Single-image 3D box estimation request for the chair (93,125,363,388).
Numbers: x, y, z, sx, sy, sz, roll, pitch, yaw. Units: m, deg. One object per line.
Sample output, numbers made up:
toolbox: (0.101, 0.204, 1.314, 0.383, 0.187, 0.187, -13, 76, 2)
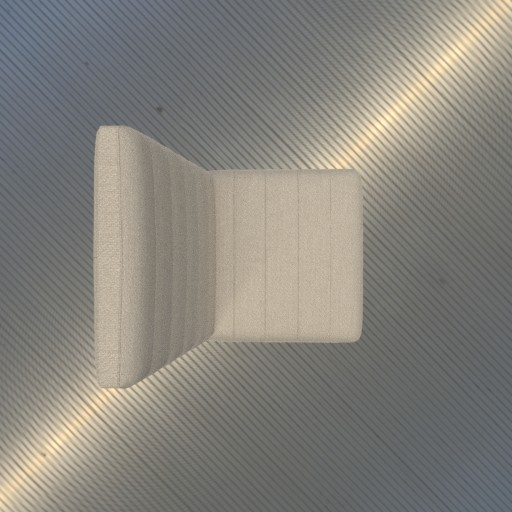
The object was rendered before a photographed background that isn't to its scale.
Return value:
chair: (0.000, 0.000, 1.294, 0.634, 0.930, 0.520, 0, 90, 0)
